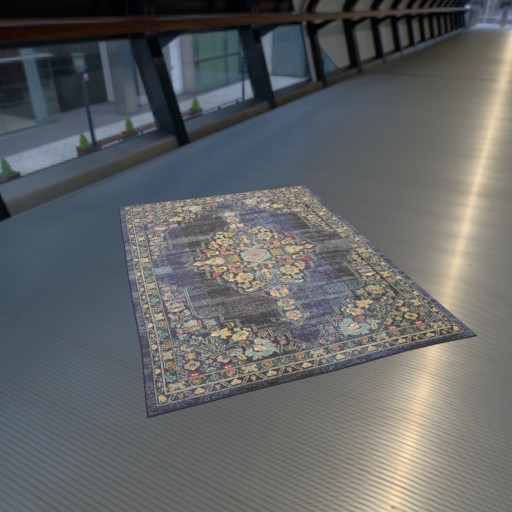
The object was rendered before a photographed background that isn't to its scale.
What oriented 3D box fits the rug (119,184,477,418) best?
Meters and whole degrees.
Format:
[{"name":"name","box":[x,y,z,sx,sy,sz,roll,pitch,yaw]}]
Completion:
[{"name":"rug","box":[0.000,0.000,4.811,2.716,0.035,3.612,-9,32,-15]}]
